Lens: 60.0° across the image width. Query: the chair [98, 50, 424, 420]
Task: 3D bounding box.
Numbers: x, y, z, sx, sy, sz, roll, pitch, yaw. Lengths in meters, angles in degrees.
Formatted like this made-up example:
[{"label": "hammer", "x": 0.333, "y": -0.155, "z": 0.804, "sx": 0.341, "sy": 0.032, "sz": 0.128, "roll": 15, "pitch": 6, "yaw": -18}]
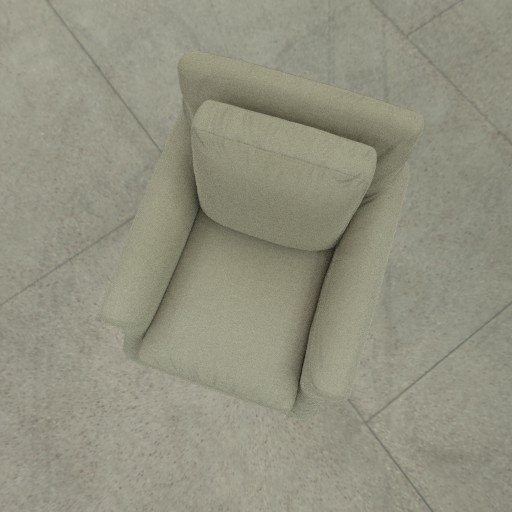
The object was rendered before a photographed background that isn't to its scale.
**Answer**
[{"label": "chair", "x": 0.000, "y": 0.000, "z": 1.700, "sx": 0.940, "sy": 0.866, "sz": 1.066, "roll": 18, "pitch": 76, "yaw": 5}]
